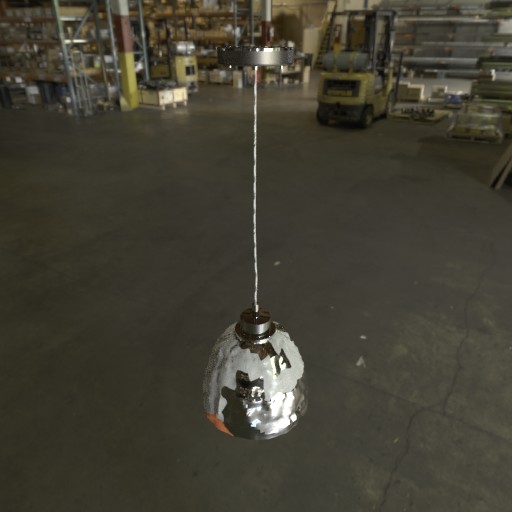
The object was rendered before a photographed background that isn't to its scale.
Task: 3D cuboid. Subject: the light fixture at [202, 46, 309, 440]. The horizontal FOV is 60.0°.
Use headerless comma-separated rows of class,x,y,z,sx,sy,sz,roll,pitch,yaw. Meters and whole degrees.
light fixture,0.000,0.000,1.773,0.496,1.511,0.500,9,28,17
